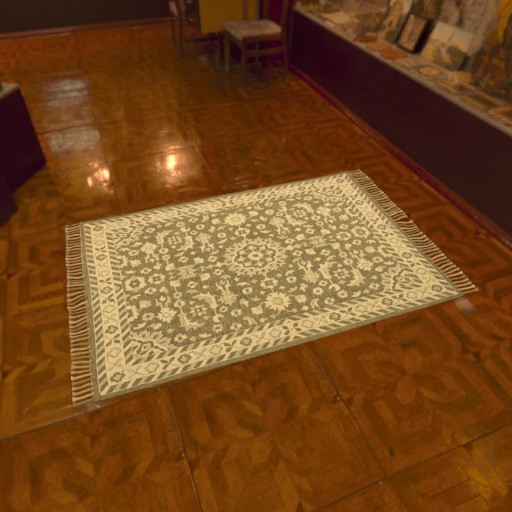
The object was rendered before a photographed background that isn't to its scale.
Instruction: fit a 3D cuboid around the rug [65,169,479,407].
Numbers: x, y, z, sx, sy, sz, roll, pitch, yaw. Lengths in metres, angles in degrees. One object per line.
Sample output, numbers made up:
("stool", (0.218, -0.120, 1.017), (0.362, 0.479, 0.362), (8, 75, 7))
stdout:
("rug", (0.000, 0.000, 2.990), (2.431, 0.025, 1.530), (-13, 44, -14))
